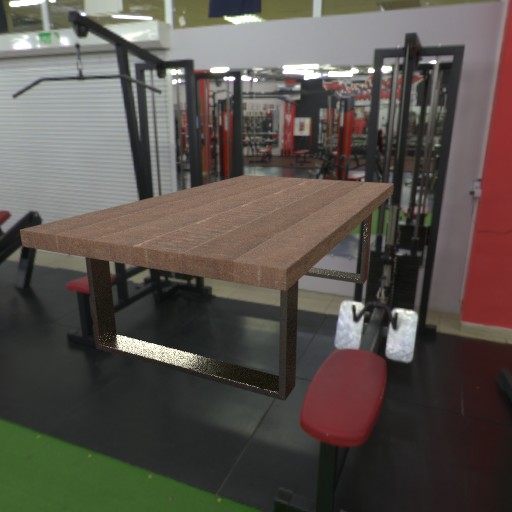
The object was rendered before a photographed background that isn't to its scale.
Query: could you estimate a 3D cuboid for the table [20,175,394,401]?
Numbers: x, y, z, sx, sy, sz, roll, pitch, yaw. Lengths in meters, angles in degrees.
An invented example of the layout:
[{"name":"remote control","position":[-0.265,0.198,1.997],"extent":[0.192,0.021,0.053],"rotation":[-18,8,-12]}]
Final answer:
[{"name":"table","position":[0.000,0.000,1.744],"extent":[0.800,0.440,1.400],"rotation":[8,19,24]}]
